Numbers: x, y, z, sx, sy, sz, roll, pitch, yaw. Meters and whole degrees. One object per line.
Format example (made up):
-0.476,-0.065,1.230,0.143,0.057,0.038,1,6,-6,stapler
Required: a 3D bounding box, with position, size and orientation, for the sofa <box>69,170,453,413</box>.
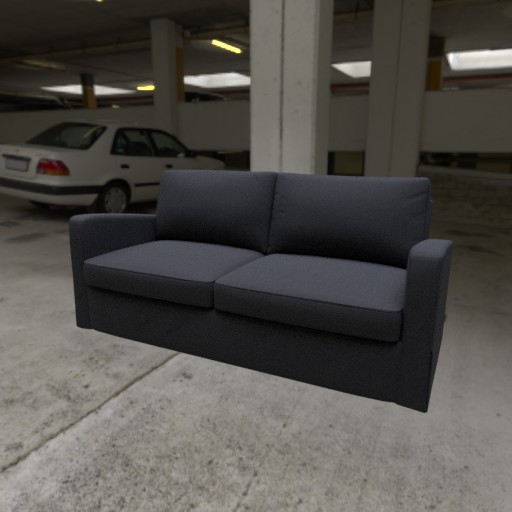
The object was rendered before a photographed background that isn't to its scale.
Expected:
0.000,0.000,2.328,1.852,0.839,0.898,7,16,25,sofa
